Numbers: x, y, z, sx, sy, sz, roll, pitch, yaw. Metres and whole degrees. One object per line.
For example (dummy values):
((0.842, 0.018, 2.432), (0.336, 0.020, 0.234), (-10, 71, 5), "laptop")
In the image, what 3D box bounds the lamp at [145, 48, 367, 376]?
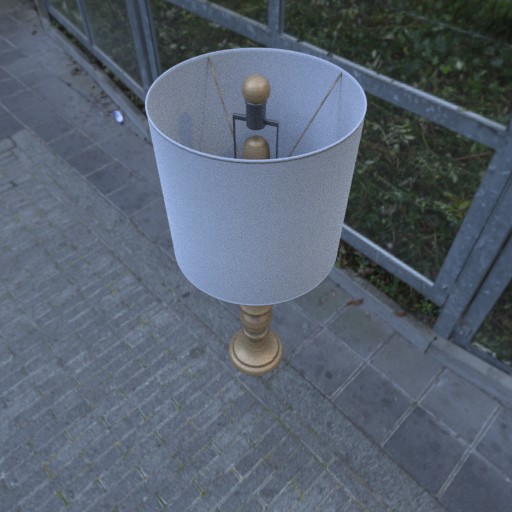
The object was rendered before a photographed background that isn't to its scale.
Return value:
((0.000, 0.000, 0.712), (0.250, 0.597, 0.250), (-24, 52, -20), "lamp")
